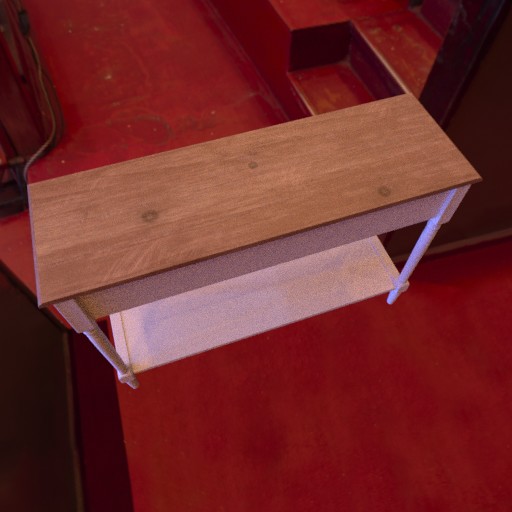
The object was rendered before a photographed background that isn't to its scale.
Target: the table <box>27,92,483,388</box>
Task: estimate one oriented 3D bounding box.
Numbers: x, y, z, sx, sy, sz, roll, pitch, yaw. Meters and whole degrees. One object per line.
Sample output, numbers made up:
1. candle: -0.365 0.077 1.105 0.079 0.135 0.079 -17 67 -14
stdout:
1. table: 0.000 0.000 1.575 1.219 0.800 0.399 -16 59 -10
